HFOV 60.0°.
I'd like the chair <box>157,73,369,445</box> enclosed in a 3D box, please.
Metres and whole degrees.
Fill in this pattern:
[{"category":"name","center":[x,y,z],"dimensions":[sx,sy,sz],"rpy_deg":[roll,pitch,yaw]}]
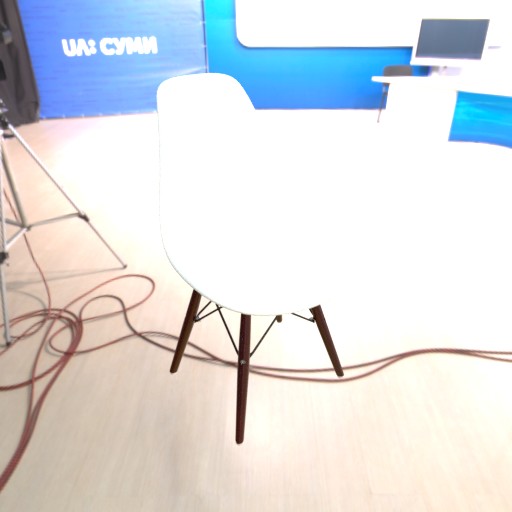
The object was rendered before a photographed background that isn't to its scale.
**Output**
[{"category":"chair","center":[0.000,0.000,1.160],"dimensions":[0.470,0.826,0.533],"rpy_deg":[-22,37,-32]}]
